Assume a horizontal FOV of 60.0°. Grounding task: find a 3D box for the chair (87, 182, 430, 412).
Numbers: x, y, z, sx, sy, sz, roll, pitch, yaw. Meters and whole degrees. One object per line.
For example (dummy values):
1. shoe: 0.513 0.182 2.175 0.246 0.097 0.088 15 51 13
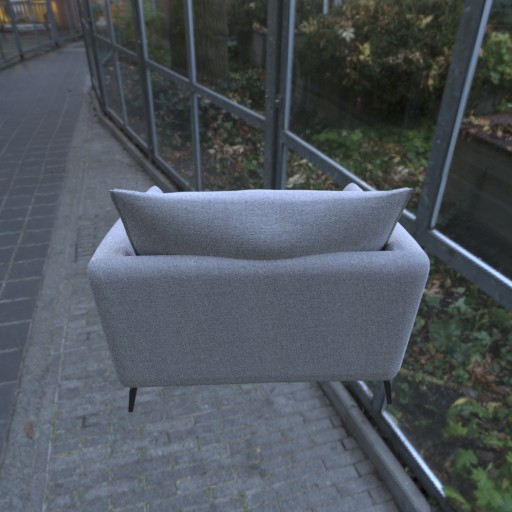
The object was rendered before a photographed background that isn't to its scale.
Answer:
1. chair: 0.000 0.000 1.642 1.029 0.856 0.801 -1 32 -2
